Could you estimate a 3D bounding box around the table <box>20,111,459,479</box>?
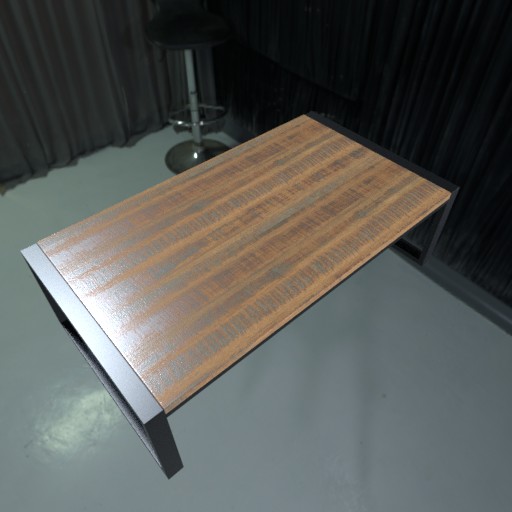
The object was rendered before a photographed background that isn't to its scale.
[{"bbox_3d":[0.000,0.000,1.672,1.350,0.400,0.750,-33,55,-27],"label":"table"}]
